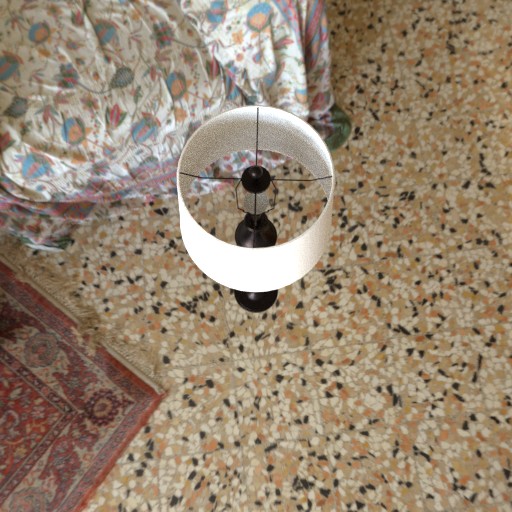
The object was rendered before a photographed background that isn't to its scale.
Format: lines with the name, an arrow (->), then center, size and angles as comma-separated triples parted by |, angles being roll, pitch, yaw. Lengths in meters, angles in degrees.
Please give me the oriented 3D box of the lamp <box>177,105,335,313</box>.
lamp -> 0.000, 0.000, 1.680 | 0.431, 1.484, 0.431 | 0, 75, 0
